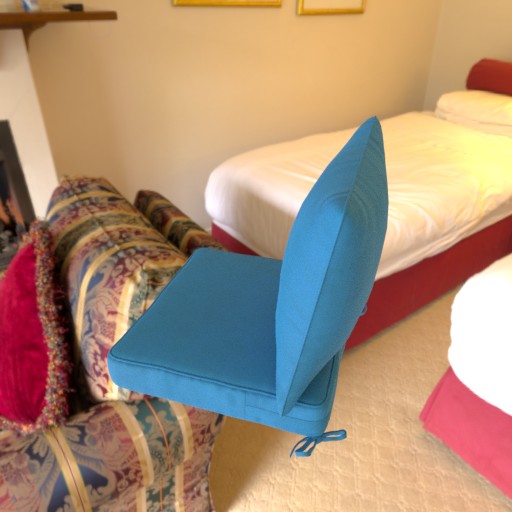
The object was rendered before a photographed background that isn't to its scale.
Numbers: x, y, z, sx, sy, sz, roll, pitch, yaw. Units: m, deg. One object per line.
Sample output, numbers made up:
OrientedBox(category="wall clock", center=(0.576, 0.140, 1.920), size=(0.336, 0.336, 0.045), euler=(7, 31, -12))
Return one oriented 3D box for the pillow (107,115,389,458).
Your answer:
OrientedBox(category="pillow", center=(0.000, 0.000, 1.355), size=(0.733, 0.725, 0.798), euler=(9, 32, 15))
